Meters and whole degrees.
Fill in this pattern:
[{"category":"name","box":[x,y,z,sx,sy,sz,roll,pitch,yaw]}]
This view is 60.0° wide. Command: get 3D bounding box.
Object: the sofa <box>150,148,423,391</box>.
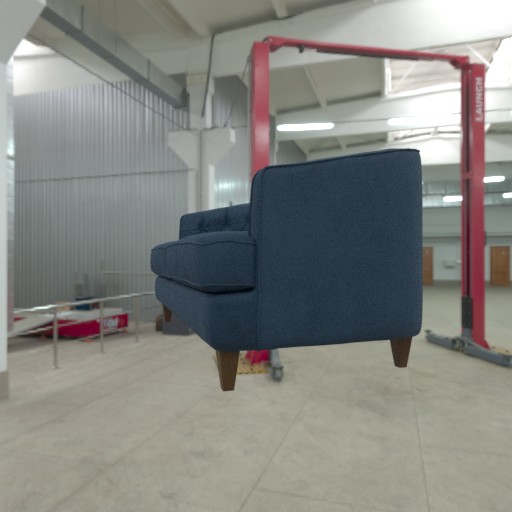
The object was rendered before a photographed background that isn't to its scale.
[{"category":"sofa","box":[0.000,0.000,2.265,0.941,0.854,1.733,0,0,-18]}]
